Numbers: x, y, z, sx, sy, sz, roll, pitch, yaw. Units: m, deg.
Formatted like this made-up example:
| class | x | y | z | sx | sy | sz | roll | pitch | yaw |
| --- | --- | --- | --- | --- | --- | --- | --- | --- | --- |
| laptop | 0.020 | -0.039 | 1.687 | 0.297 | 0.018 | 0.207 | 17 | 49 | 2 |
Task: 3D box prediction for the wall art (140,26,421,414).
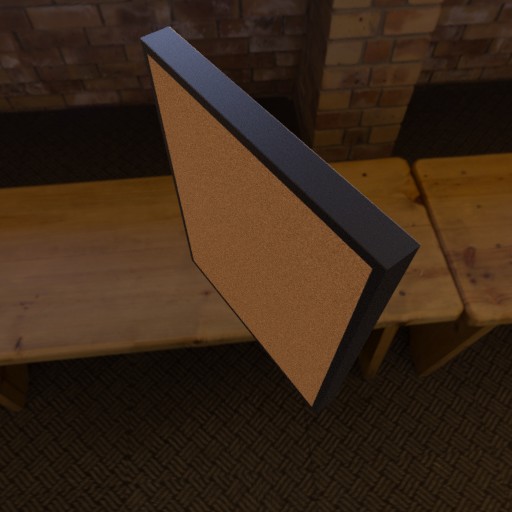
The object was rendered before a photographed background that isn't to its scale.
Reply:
| class | x | y | z | sx | sy | sz | roll | pitch | yaw |
| --- | --- | --- | --- | --- | --- | --- | --- | --- | --- |
| wall art | 0.000 | 0.000 | 0.484 | 0.030 | 0.369 | 0.294 | -33 | 63 | -19 |
